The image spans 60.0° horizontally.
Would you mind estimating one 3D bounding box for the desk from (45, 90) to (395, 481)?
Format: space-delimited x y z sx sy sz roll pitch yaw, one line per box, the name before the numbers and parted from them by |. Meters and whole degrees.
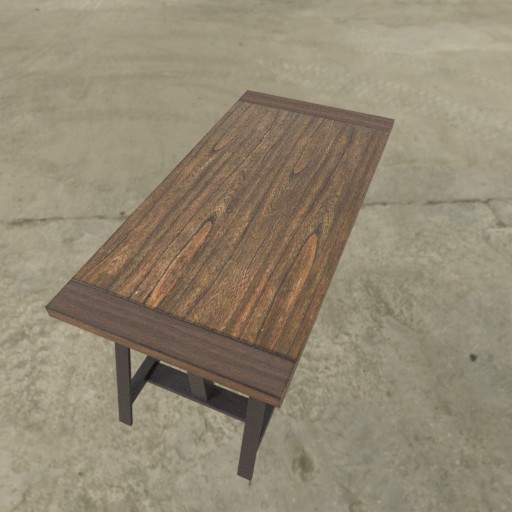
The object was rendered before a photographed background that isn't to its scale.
desk | 0.000 0.000 1.983 0.784 0.725 1.543 17 49 16
